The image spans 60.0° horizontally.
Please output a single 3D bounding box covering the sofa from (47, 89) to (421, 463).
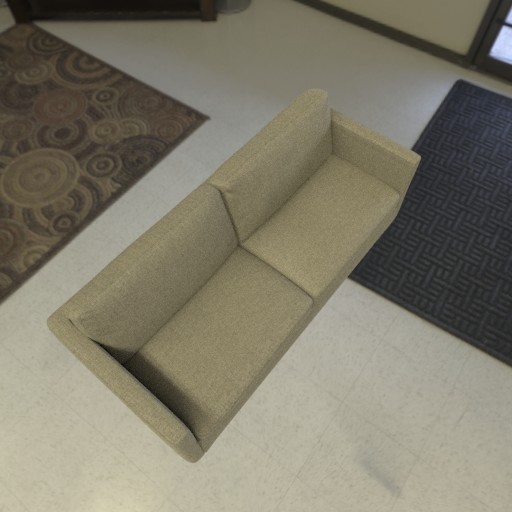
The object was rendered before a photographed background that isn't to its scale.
[{"bbox_3d":[0.000,0.000,2.707,0.956,0.960,2.208,35,65,19],"label":"sofa"}]
